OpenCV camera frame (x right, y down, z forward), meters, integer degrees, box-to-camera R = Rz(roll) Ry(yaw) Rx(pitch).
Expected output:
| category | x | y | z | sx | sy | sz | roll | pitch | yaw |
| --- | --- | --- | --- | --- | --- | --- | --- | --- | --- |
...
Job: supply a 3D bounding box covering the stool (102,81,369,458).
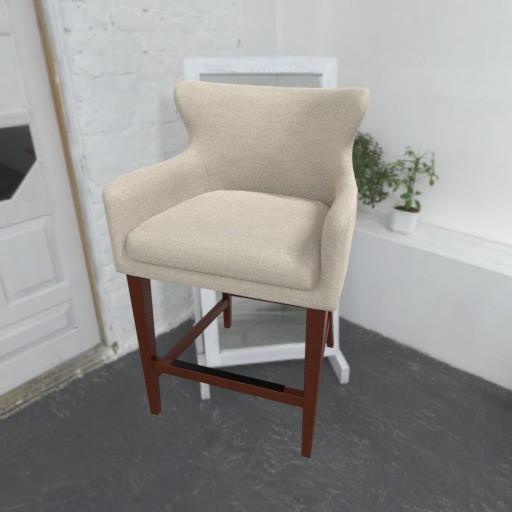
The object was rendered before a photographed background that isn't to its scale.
| category | x | y | z | sx | sy | sz | roll | pitch | yaw |
| --- | --- | --- | --- | --- | --- | --- | --- | --- | --- |
| stool | 0.000 | 0.000 | 1.394 | 0.615 | 0.987 | 0.637 | 9 | 29 | 16 |
